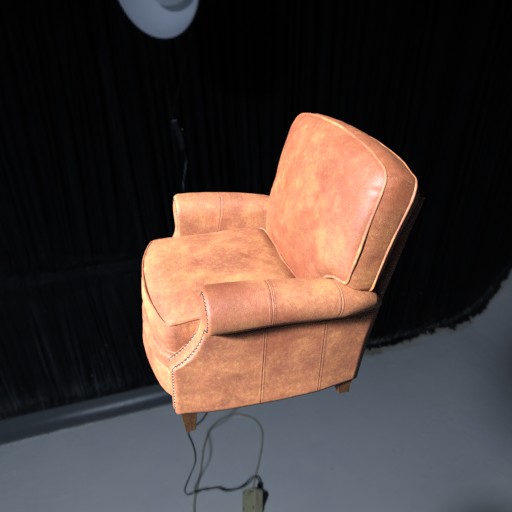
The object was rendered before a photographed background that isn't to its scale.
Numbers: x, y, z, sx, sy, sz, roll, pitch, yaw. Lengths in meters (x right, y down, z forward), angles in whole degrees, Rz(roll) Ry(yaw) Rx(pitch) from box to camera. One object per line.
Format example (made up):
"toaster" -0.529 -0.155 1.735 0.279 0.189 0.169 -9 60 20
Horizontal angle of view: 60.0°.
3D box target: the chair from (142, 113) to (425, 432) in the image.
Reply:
"chair" 0.000 0.000 1.810 0.986 1.018 0.936 -8 32 -13
